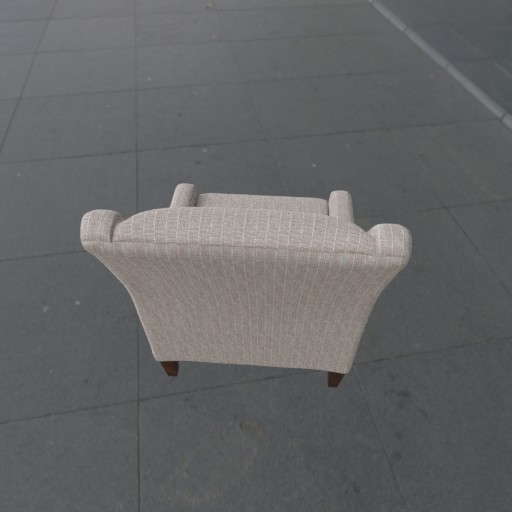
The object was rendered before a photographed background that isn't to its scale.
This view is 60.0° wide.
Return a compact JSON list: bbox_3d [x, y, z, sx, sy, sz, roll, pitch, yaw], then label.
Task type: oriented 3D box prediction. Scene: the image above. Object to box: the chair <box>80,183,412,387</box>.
[{"bbox_3d":[0.000,0.000,1.621,0.774,1.014,0.870,3,47,3],"label":"chair"}]
